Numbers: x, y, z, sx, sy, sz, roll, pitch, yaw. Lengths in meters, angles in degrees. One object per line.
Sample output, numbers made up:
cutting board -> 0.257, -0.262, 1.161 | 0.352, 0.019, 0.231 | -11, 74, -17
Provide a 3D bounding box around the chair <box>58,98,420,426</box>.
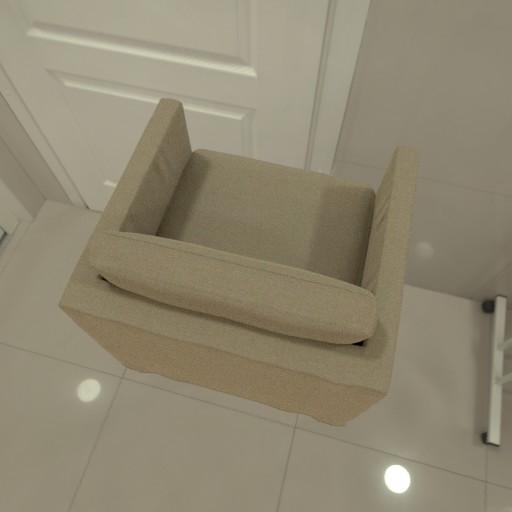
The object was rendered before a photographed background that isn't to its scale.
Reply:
chair -> 0.000, 0.000, 1.731 | 1.057, 0.863, 0.949 | 13, 63, 7
